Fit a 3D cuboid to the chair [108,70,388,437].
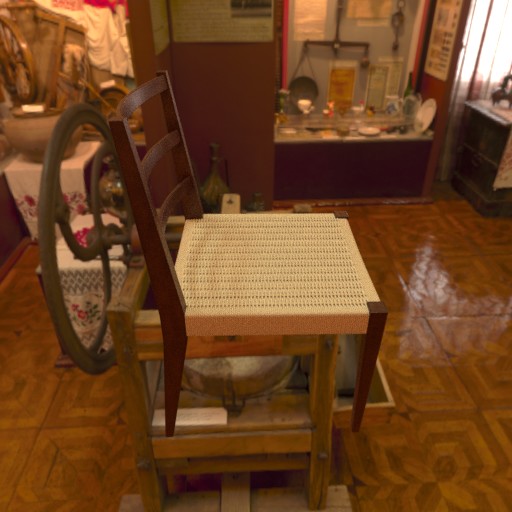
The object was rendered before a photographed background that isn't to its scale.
[{"bbox_3d":[0.000,0.000,1.133,0.551,0.813,0.480,0,32,-1],"label":"chair"}]
